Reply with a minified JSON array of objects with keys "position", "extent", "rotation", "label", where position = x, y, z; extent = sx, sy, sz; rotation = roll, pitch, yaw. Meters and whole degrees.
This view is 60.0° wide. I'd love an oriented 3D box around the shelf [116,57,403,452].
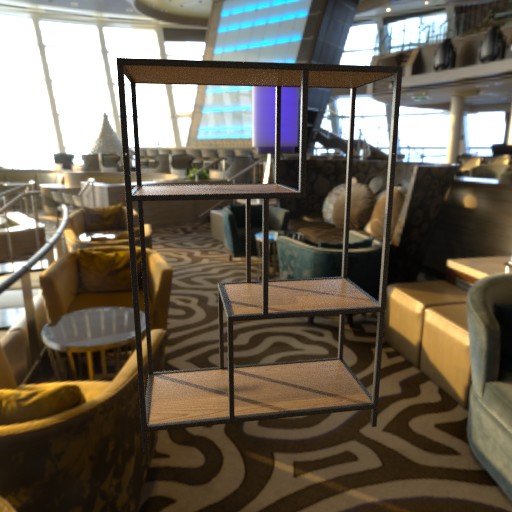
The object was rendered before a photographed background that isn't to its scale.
[{"position":[0.000,0.000,1.473],"extent":[0.770,1.138,0.350],"rotation":[-2,14,-9],"label":"shelf"}]
